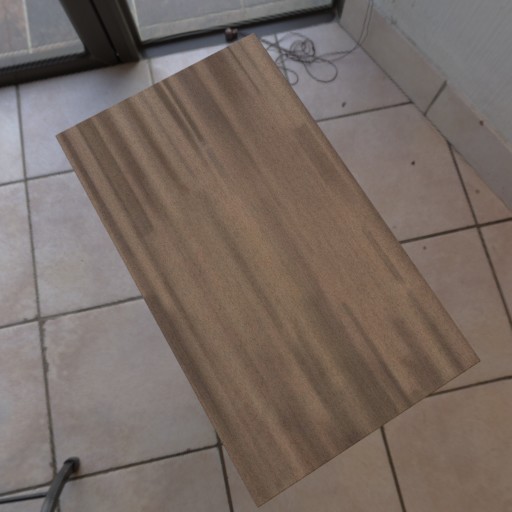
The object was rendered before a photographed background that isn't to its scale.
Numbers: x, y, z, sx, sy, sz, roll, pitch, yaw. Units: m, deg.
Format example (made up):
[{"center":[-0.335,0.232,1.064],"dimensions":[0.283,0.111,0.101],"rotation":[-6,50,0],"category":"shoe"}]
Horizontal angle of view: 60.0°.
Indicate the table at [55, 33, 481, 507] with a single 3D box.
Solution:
[{"center":[0.000,0.000,1.323],"dimensions":[0.643,0.347,1.088],"rotation":[-30,79,-7],"category":"table"}]
